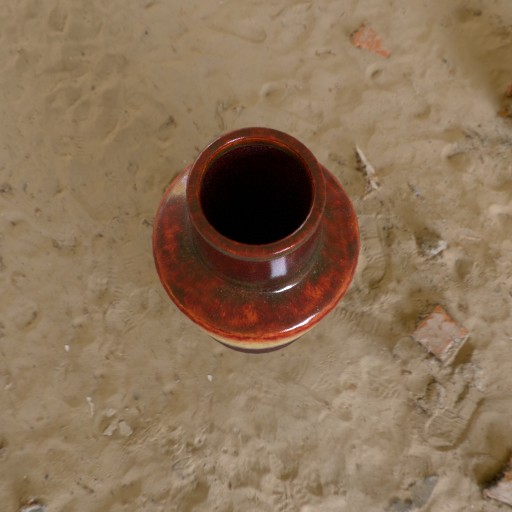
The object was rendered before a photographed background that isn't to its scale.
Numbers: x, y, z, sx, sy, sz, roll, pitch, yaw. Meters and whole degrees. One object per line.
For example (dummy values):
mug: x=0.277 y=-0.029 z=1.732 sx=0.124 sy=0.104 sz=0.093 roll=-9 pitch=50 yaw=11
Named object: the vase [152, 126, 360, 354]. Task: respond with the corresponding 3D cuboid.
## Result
vase: x=0.000 y=0.000 z=0.266 sx=0.108 sy=0.204 sz=0.108 roll=0 pitch=75 yaw=0
